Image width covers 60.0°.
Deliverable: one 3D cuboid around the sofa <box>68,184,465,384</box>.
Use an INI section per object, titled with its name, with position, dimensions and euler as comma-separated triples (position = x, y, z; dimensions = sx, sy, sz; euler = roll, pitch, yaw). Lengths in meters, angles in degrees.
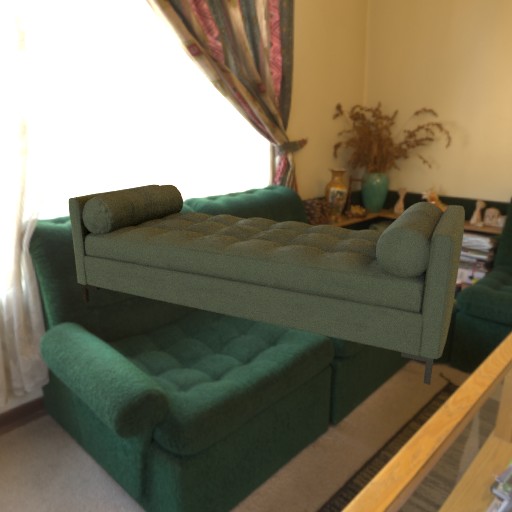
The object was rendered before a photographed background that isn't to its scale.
[sofa]
position = 0.000, 0.000, 2.566
dimensions = 2.130, 0.681, 0.817
euler = 8, 18, 26
